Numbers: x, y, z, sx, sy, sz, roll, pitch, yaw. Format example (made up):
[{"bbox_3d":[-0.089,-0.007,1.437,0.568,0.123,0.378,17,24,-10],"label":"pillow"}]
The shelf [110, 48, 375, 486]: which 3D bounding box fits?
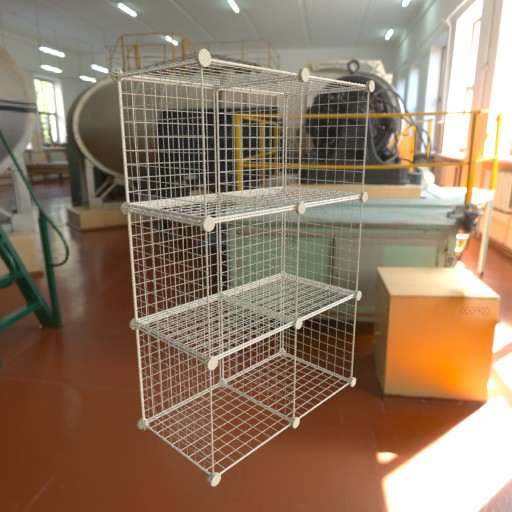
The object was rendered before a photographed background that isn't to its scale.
[{"bbox_3d":[0.000,0.000,1.397,0.356,1.067,0.711,14,20,42],"label":"shelf"}]
